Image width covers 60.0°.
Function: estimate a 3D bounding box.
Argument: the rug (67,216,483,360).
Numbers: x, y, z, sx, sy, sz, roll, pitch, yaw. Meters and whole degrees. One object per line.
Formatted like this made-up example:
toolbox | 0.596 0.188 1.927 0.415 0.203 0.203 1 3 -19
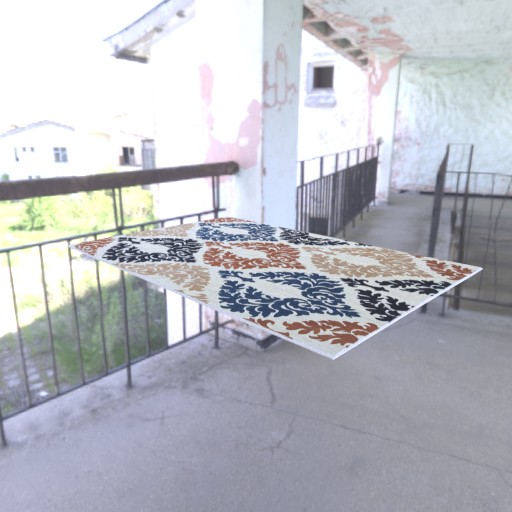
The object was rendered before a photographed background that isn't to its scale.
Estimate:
rug | 0.000 0.000 2.873 2.275 0.014 1.514 15 22 43
